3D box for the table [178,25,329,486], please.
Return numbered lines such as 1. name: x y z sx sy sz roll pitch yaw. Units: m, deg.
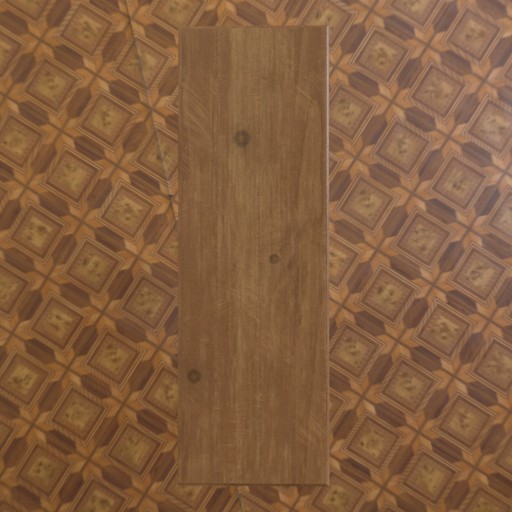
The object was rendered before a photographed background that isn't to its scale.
1. table: 0.000 0.000 1.562 0.399 0.800 1.219 0 90 1
